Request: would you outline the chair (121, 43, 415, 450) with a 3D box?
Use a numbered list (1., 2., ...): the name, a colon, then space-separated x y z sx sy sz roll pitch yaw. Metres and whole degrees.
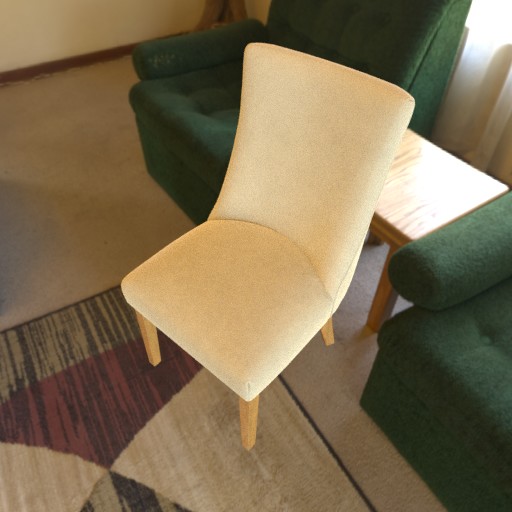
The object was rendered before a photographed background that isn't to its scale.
1. chair: 0.000 0.000 1.235 0.495 0.902 0.610 32 54 27
